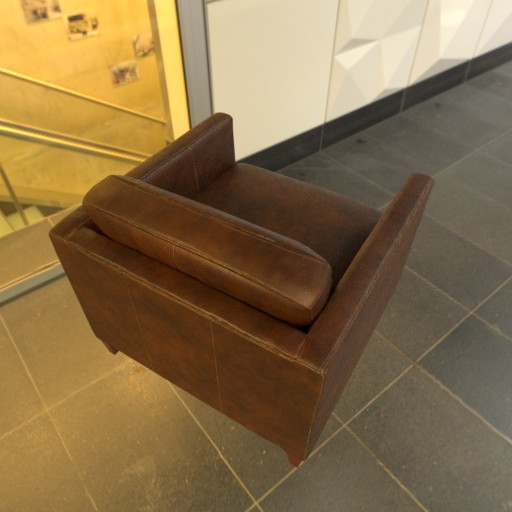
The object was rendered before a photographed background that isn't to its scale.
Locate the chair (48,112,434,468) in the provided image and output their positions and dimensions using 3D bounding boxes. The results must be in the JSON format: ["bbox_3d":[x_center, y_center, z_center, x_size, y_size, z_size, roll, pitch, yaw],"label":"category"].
[{"bbox_3d":[0.000,0.000,1.716,0.990,0.864,0.975,24,50,22],"label":"chair"}]
